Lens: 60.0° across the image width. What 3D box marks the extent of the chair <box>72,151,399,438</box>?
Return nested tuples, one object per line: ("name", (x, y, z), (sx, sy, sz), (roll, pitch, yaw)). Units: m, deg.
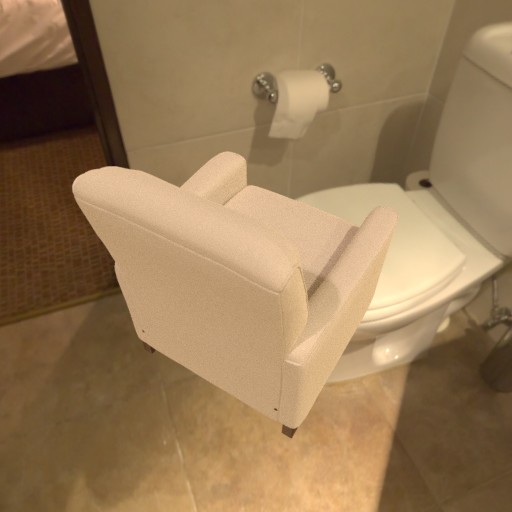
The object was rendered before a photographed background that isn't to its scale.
("chair", (0.000, 0.000, 1.672), (0.841, 1.028, 0.858), (24, 51, 21))
